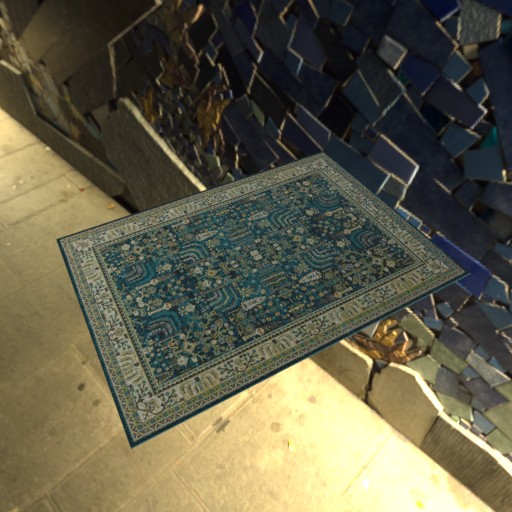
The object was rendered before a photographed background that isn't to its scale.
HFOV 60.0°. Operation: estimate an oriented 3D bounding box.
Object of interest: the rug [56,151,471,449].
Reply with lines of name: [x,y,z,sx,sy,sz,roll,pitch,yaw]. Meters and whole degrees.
rug: [0.000,0.000,2.900,2.213,0.013,1.594,-22,50,-20]
